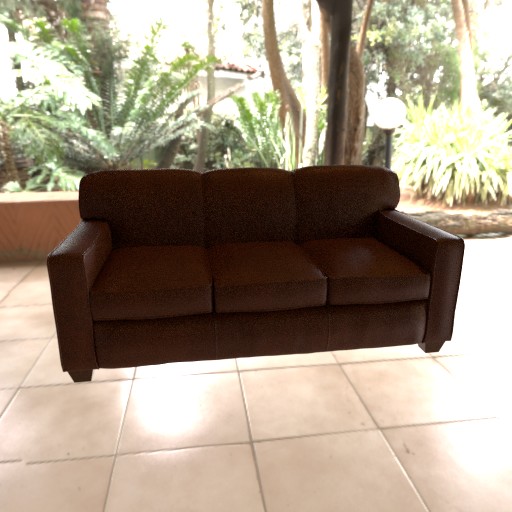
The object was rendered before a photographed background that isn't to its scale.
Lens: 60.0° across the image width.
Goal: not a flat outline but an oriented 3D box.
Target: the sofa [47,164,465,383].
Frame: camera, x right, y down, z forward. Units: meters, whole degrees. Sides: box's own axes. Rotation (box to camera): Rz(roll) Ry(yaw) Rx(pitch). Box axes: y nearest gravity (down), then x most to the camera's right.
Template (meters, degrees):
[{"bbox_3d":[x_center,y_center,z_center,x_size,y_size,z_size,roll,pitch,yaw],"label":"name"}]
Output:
[{"bbox_3d":[0.000,0.000,2.560,2.039,0.953,1.008,-3,17,-9],"label":"sofa"}]
